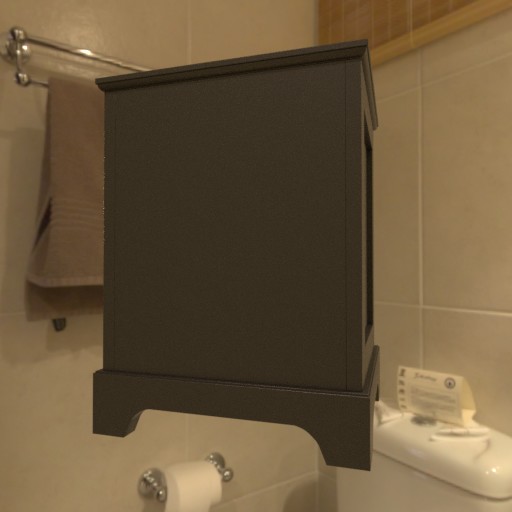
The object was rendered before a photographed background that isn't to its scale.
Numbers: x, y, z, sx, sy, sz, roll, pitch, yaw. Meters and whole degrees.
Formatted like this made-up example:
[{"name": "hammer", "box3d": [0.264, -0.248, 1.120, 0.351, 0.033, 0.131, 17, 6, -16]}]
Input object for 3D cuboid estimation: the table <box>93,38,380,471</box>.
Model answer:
[{"name": "table", "box3d": [0.000, 0.000, 0.882, 0.460, 0.610, 0.399, 0, -1, 17]}]
